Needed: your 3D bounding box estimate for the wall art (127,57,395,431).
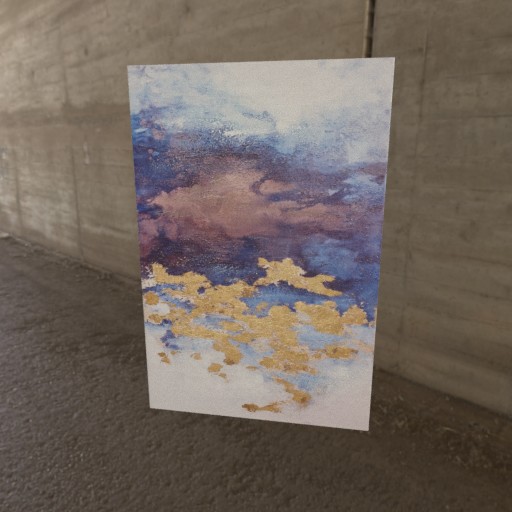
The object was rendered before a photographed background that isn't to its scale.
[{"bbox_3d":[0.000,0.000,1.082,0.583,0.874,0.048,2,14,10],"label":"wall art"}]
